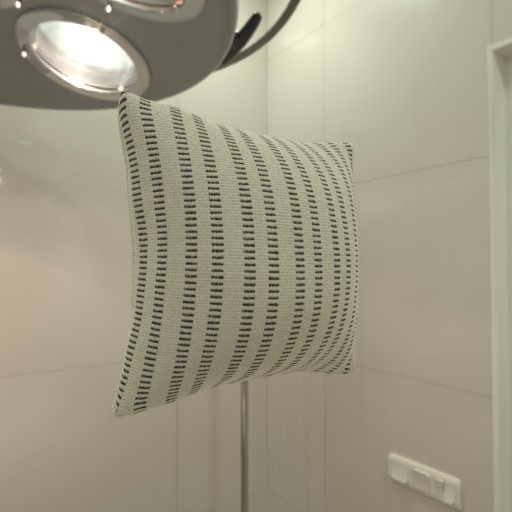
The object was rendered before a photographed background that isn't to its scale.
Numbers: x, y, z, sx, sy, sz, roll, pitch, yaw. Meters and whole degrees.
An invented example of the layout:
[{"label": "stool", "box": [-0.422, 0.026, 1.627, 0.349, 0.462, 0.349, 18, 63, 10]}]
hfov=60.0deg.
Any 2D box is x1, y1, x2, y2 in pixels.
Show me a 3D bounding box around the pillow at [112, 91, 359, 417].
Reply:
[{"label": "pillow", "box": [0.000, 0.000, 0.689, 0.438, 0.419, 0.247, 1, -2, -35]}]
